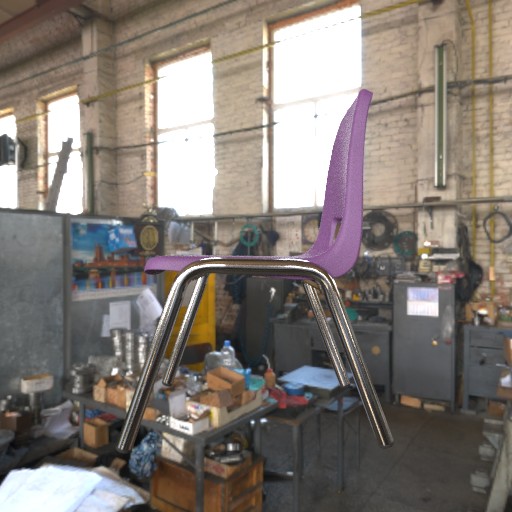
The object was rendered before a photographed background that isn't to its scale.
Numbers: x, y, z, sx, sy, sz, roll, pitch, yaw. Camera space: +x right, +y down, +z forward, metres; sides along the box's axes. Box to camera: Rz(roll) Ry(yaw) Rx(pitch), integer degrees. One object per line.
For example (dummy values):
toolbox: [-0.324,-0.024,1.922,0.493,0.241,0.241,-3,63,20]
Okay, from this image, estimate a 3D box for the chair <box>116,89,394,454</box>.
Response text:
chair: [0.000,0.000,0.827,0.419,0.584,0.356,0,0,0]
